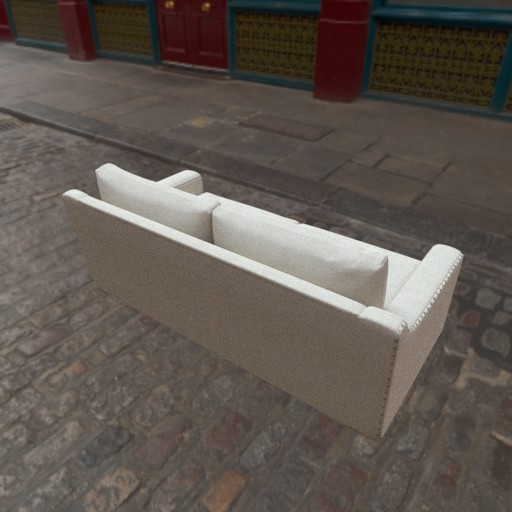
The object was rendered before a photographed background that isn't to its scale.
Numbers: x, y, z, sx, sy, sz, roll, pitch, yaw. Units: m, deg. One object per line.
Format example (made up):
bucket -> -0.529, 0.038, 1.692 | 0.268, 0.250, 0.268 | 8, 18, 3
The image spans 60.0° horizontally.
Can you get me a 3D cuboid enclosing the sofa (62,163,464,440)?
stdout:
sofa -> 0.000, 0.000, 2.690 | 2.107, 0.983, 1.104 | 21, 38, 30
